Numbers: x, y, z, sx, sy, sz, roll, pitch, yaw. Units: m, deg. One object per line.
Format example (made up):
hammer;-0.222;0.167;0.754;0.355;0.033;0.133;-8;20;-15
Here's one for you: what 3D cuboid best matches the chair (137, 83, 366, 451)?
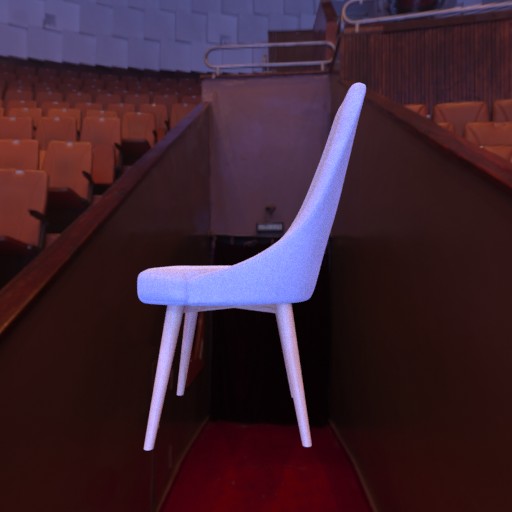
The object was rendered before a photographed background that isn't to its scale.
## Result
chair;0.000;0.000;1.414;0.660;1.040;0.510;0;0;1
